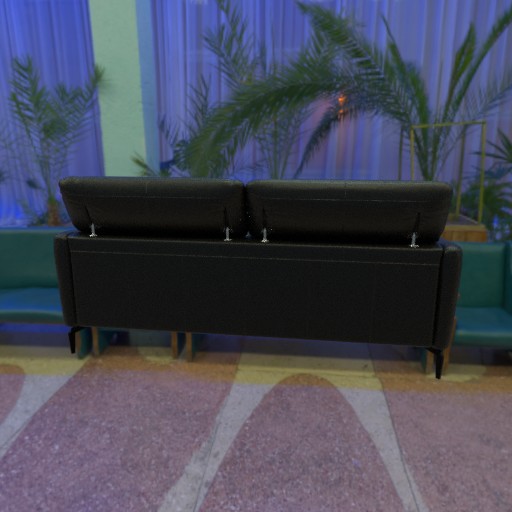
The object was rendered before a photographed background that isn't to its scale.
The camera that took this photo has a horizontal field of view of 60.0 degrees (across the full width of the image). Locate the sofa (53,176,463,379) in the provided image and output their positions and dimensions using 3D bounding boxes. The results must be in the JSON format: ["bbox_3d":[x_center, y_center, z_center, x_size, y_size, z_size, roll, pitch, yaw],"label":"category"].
[{"bbox_3d":[0.000,0.000,2.540,2.069,0.957,0.856,2,16,7],"label":"sofa"}]
